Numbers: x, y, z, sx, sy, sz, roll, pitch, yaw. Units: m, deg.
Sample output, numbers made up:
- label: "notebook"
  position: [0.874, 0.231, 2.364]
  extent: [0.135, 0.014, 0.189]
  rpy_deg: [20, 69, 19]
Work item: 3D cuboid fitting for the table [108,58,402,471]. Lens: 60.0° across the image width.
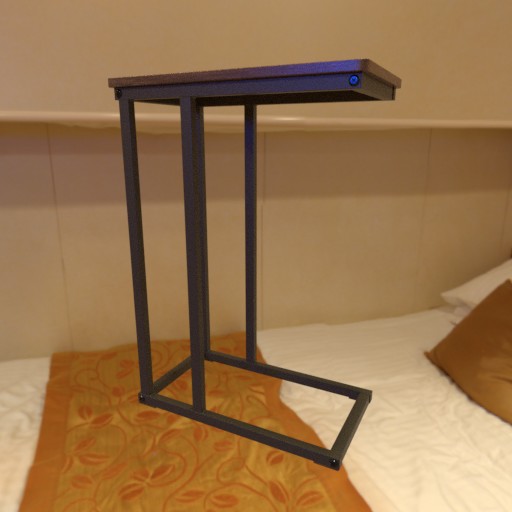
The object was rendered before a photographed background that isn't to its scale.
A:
- label: "table"
  position: [0.000, 0.000, 0.853]
  extent: [0.450, 0.637, 0.254]
  rpy_deg: [8, 17, 26]
